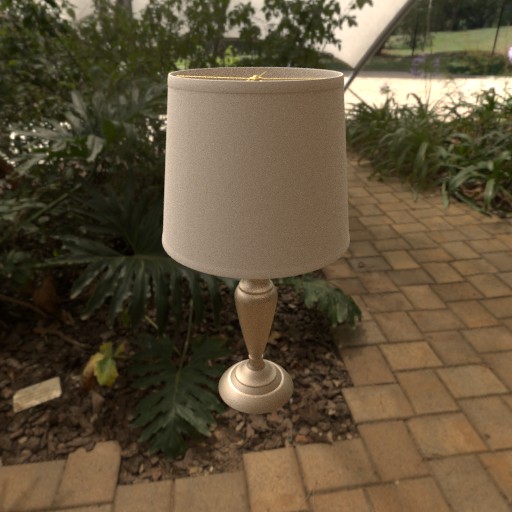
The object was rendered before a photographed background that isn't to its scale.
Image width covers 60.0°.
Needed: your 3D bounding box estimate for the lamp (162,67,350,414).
[{"bbox_3d":[0.000,0.000,0.809,0.328,0.619,0.328,0,27,0],"label":"lamp"}]
